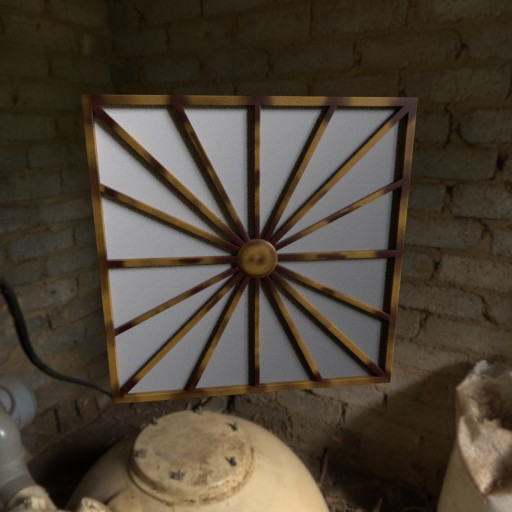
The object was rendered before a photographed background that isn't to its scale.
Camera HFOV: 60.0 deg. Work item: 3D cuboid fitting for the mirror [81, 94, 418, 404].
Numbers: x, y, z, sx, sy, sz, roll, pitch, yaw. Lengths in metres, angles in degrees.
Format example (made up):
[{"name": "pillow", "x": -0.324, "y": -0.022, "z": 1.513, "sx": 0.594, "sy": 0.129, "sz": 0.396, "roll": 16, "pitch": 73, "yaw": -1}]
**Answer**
[{"name": "mirror", "x": 0.000, "y": 0.000, "z": 0.749, "sx": 0.509, "sy": 0.507, "sz": 0.042, "roll": -2, "pitch": 16, "yaw": -7}]
